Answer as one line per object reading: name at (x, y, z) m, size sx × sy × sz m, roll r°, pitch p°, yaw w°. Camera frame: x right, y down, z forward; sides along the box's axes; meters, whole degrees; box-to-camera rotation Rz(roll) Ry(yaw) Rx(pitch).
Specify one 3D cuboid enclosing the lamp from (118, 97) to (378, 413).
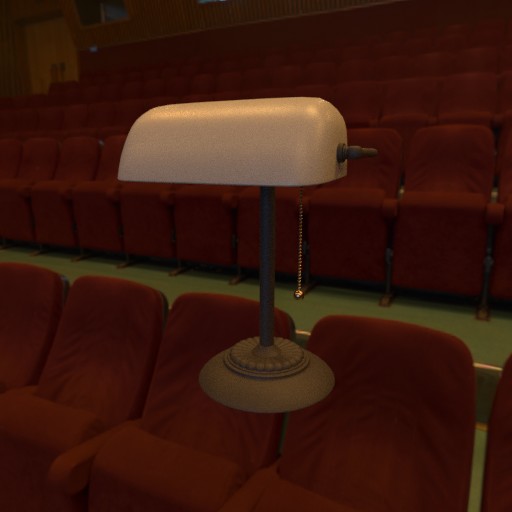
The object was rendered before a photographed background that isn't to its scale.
lamp at (0.000, 0.000, 0.524) m, size 0.264 × 0.339 × 0.243 m, roll 6°, pitch 14°, yaw 25°
